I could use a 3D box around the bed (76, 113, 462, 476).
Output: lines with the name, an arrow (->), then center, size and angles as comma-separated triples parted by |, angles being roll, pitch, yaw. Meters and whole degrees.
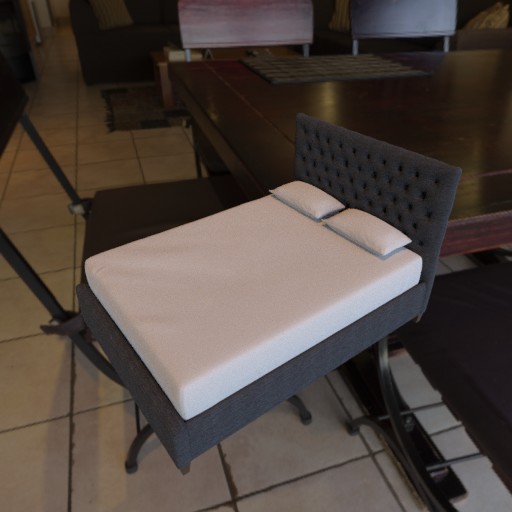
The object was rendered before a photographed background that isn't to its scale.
bed -> 0.000, 0.000, 3.425 | 2.387, 1.427, 1.698 | -23, 40, -30
